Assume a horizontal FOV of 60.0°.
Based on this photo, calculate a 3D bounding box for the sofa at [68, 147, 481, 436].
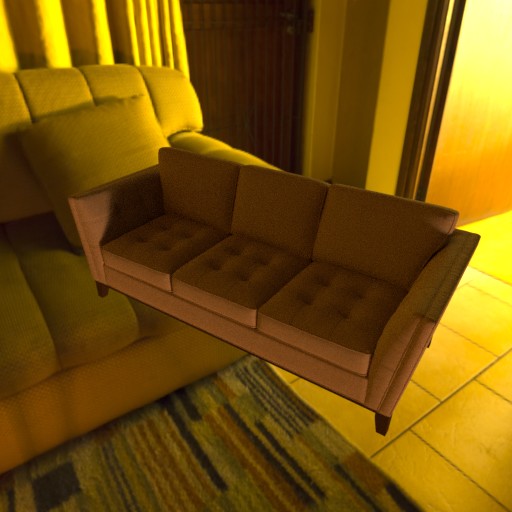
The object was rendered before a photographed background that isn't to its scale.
[{"bbox_3d":[0.000,0.000,2.844,2.388,0.940,0.965,19,35,29],"label":"sofa"}]
